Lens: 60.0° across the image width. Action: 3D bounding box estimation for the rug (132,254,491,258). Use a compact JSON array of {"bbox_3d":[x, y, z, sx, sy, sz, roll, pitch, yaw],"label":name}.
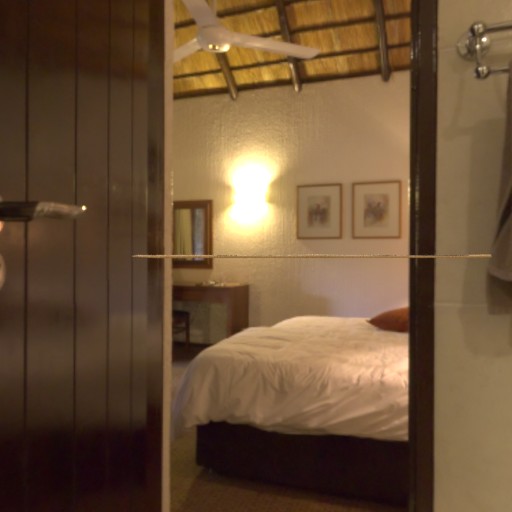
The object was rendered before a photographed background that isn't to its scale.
[{"bbox_3d":[0.000,0.000,2.978,1.521,0.015,2.436,0,0,-18],"label":"rug"}]
